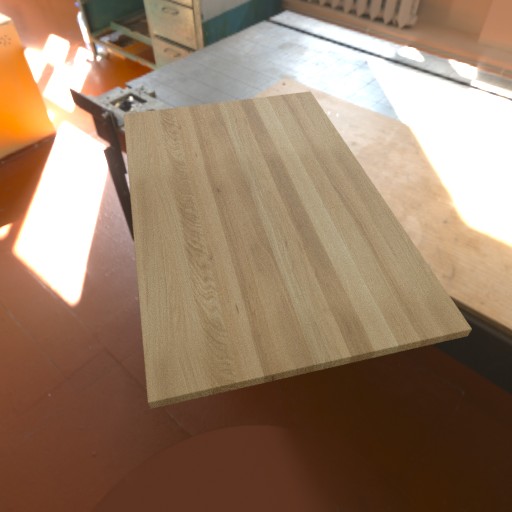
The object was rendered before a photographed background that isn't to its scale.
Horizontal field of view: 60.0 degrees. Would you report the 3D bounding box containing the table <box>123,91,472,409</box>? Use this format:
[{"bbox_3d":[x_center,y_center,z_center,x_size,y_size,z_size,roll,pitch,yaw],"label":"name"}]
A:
[{"bbox_3d":[0.000,0.000,1.458,0.700,0.510,1.100,-10,48,-9],"label":"table"}]
